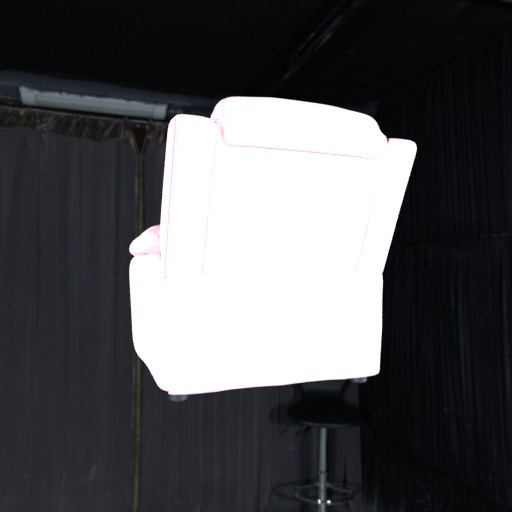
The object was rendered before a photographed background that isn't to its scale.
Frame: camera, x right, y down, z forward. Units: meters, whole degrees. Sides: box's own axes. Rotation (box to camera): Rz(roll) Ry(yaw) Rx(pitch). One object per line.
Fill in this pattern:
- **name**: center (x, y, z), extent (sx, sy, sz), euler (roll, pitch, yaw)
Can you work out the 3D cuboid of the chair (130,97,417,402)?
- **chair**: center (0.000, 0.000, 1.294), extent (0.680, 0.702, 0.709), euler (0, -1, -20)
